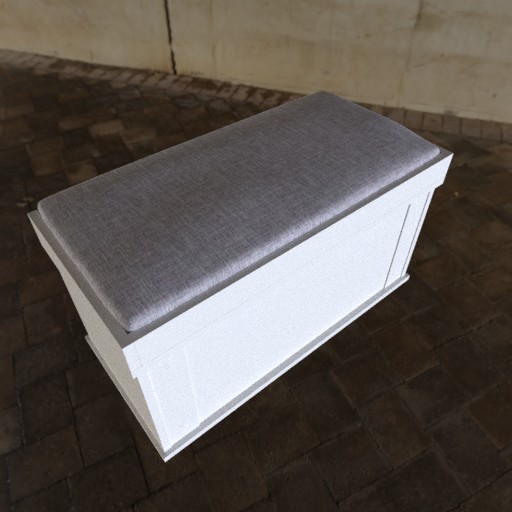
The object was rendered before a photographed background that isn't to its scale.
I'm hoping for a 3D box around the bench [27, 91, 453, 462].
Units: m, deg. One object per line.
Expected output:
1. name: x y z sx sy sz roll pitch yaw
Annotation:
1. bench: 0.000 0.000 0.972 0.734 0.461 0.362 -30 52 -27
